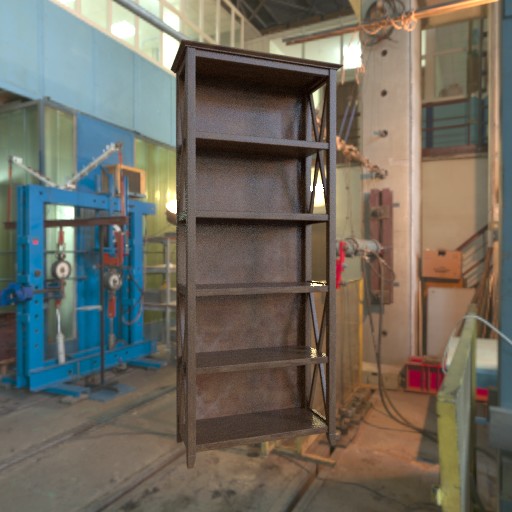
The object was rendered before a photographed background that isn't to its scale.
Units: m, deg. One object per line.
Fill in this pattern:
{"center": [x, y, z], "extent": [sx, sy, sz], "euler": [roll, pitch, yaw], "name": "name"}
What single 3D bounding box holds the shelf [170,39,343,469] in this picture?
{"center": [0.000, 0.000, 2.239], "extent": [0.805, 1.905, 0.335], "euler": [0, 1, -19], "name": "shelf"}
